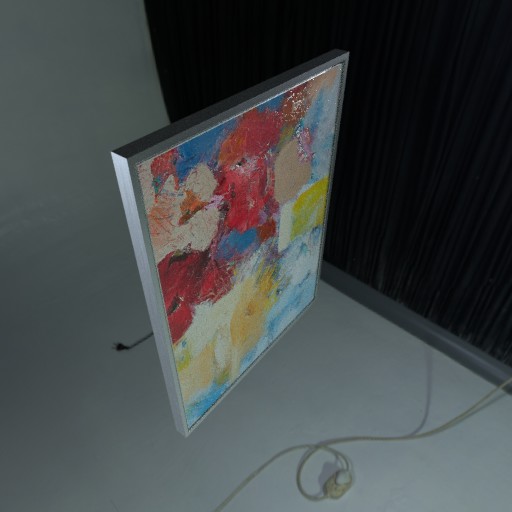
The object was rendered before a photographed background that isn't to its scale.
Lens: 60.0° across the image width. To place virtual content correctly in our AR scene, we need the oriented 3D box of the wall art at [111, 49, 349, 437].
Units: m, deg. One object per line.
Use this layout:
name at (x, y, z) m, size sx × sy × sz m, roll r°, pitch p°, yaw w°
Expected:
wall art at (0.000, 0.000, 0.764) m, size 0.025 × 0.569 × 0.444 m, roll 28°, pitch 48°, yaw 28°
